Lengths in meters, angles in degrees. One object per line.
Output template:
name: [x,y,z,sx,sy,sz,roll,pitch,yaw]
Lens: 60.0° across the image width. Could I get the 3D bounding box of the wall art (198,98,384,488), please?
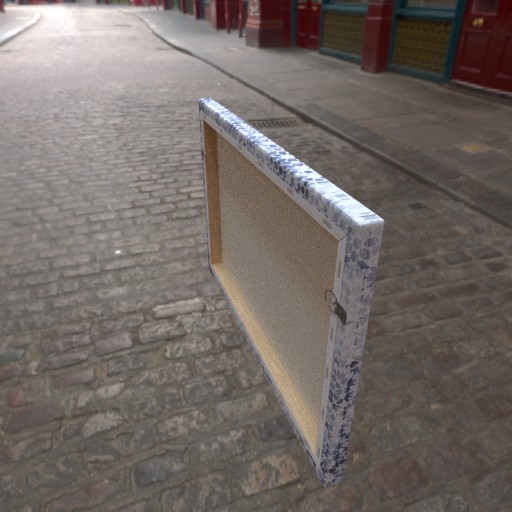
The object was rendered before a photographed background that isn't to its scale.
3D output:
wall art: [0.000,0.000,0.754,0.030,0.406,0.608,-11,32,-17]
